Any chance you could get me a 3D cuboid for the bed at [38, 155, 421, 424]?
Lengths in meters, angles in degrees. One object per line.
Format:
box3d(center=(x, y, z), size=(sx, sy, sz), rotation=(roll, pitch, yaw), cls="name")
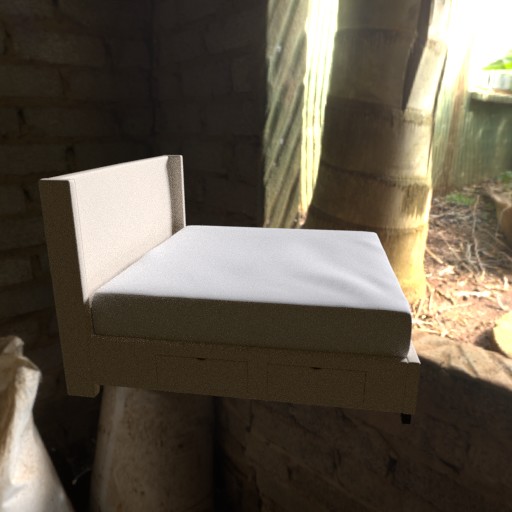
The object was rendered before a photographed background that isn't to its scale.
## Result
box3d(center=(0.000, 0.000, 3.663), size=(2.293, 1.471, 2.145), rotation=(3, 17, 8), cls="bed")
